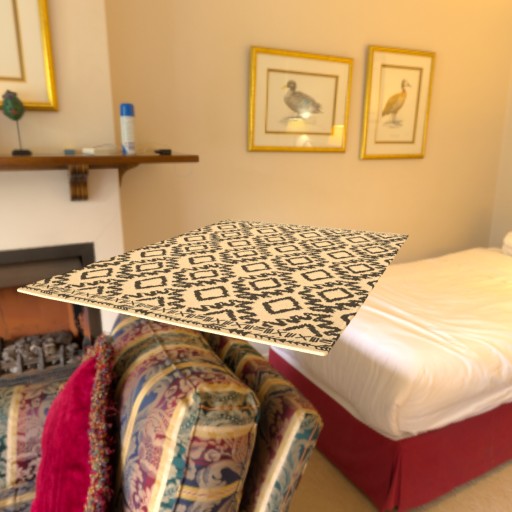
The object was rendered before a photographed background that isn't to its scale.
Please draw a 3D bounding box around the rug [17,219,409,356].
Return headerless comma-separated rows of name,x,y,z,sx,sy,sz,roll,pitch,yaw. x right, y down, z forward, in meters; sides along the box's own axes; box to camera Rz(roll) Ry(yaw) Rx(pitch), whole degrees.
rug,0.000,0.000,4.306,2.444,0.036,3.369,7,16,25
